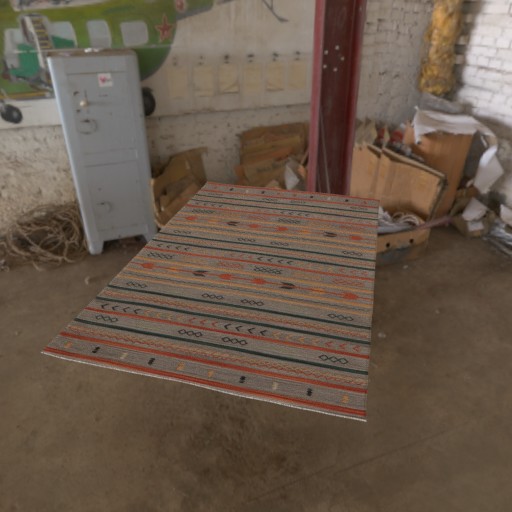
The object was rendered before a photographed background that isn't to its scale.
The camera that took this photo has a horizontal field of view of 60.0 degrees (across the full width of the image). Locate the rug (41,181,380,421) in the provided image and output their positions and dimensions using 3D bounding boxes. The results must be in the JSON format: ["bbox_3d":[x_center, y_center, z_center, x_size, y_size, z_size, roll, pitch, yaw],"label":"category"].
[{"bbox_3d":[0.000,0.000,2.316,1.220,0.017,1.835,8,32,13],"label":"rug"}]
